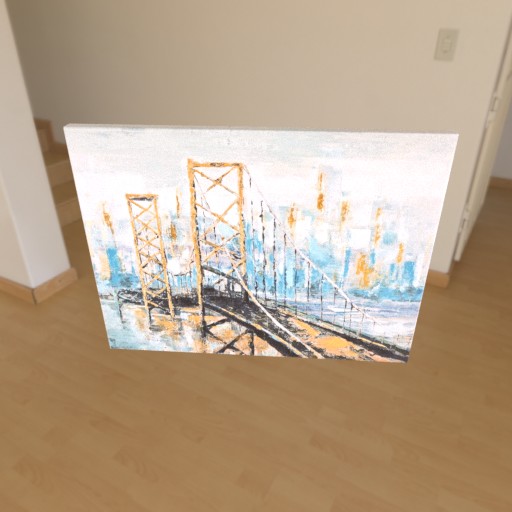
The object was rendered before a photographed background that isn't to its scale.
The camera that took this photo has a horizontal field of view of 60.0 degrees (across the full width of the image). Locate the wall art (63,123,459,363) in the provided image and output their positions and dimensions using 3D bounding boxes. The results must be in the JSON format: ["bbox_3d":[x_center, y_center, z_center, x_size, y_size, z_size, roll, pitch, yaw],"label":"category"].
[{"bbox_3d":[0.000,0.000,1.336,1.016,0.762,0.038,2,30,4],"label":"wall art"}]
